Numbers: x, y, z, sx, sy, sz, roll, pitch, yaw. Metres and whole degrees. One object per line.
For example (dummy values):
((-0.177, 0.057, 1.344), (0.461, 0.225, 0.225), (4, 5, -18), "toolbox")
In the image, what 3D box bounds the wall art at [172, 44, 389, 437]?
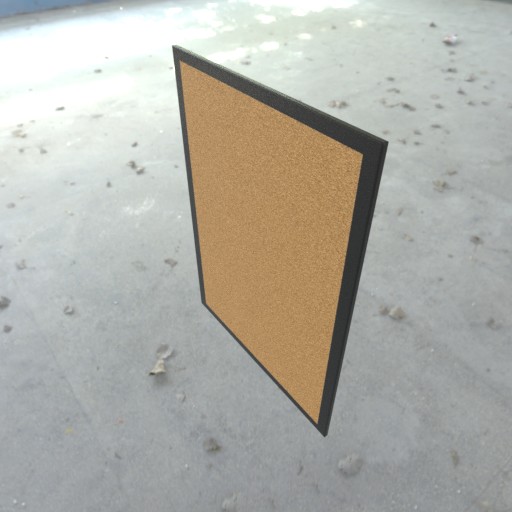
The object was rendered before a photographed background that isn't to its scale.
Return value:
((0.000, 0.000, 1.256), (0.013, 0.967, 0.707), (-26, 47, -27), "wall art")
